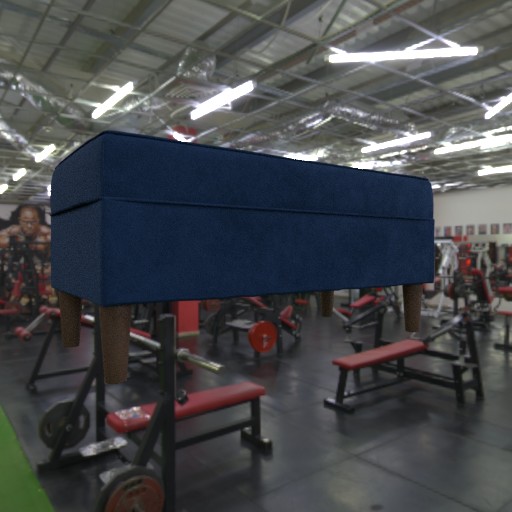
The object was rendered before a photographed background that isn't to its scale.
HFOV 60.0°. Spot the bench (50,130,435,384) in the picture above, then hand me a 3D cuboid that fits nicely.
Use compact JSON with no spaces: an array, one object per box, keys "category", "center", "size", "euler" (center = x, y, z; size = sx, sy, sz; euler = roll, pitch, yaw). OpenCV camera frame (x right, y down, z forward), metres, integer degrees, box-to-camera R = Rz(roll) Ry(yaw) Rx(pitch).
[{"category":"bench","center":[0.000,0.000,1.259],"size":[1.010,0.467,0.489],"euler":[-1,1,-35]}]
